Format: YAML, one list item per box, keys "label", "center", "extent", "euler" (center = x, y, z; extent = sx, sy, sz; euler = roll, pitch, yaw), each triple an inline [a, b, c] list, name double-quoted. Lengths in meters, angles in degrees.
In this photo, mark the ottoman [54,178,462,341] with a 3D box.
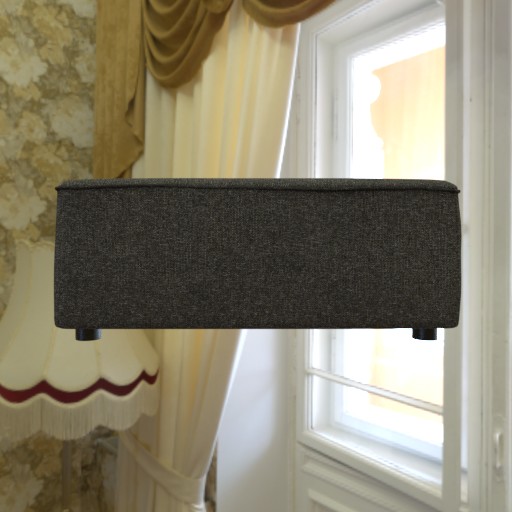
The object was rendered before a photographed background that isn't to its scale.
- label: "ottoman"
  center: [0.000, 0.000, 1.570]
  extent: [1.021, 0.423, 1.017]
  euler: [0, 0, 0]
